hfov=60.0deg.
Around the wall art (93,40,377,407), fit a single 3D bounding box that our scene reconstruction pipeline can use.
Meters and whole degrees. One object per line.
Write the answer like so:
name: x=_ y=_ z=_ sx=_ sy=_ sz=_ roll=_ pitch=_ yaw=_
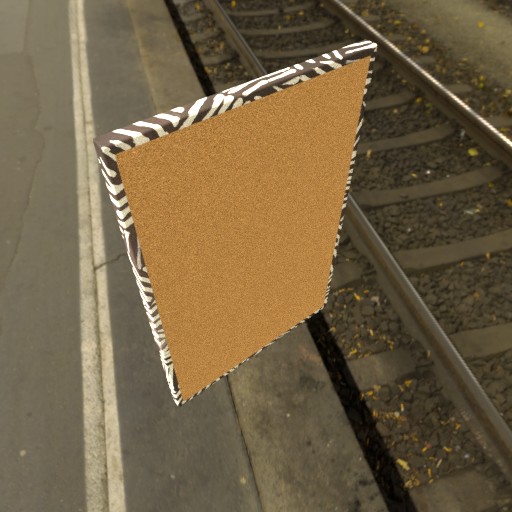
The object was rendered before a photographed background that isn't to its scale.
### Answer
wall art: x=0.000 y=0.000 z=1.139 sx=0.615 sy=0.918 sz=0.035 roll=-30 pitch=54 yaw=-24
